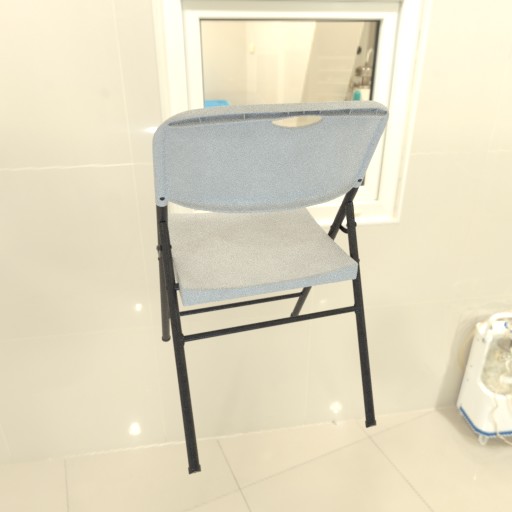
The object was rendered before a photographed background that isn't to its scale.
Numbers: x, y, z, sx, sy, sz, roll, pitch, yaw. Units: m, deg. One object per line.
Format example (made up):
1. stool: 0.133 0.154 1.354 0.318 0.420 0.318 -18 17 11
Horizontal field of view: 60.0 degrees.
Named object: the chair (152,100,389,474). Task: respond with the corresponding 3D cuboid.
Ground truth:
1. chair: 0.000 0.000 1.144 0.494 0.810 0.566 -8 27 -16
